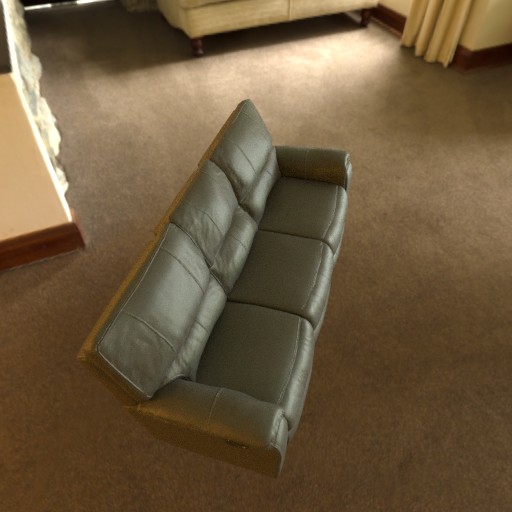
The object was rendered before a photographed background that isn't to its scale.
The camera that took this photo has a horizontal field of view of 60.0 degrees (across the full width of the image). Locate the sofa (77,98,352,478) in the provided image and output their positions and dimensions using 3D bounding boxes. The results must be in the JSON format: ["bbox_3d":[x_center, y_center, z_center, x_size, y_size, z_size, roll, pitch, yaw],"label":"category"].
[{"bbox_3d":[0.000,0.000,3.144,1.104,1.134,2.627,12,48,11],"label":"sofa"}]
